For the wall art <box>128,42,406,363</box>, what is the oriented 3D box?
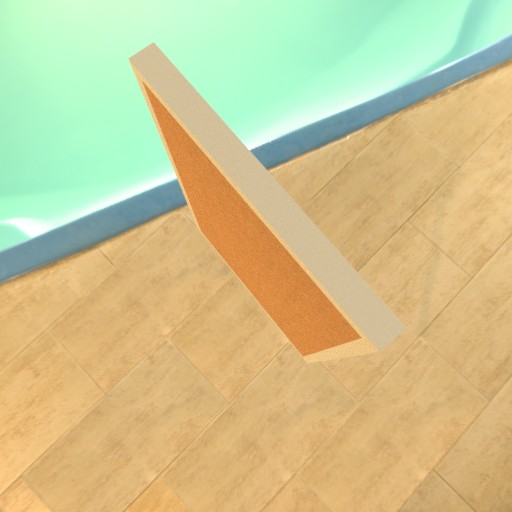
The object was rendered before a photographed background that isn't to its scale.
[{"bbox_3d":[0.000,0.000,0.532,0.025,0.428,0.293,-38,79,-9],"label":"wall art"}]
